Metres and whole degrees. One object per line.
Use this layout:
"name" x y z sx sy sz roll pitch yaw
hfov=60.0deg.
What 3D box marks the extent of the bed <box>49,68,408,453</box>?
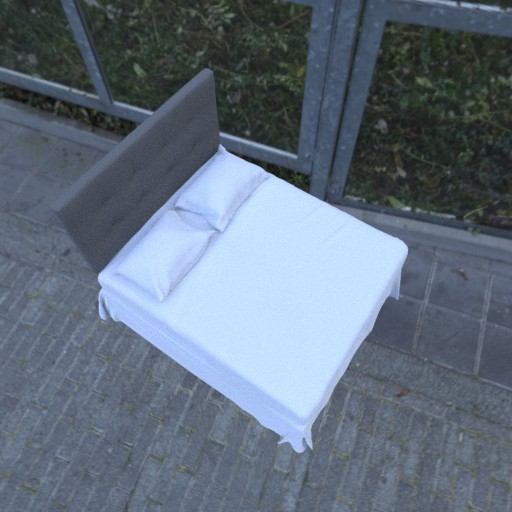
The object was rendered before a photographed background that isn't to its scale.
"bed" 0.000 0.000 3.490 2.222 1.577 1.936 30 64 16
